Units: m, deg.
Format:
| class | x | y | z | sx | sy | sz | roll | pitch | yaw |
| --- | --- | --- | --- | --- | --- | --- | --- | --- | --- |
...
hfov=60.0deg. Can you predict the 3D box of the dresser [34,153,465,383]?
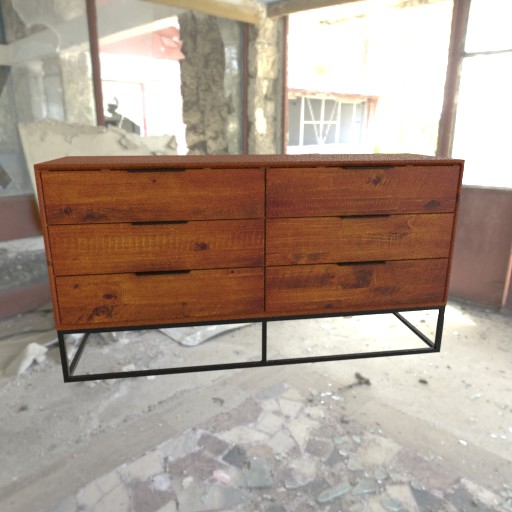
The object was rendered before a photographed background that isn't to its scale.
| class | x | y | z | sx | sy | sz | roll | pitch | yaw |
| --- | --- | --- | --- | --- | --- | --- | --- | --- | --- |
| dresser | 0.000 | 0.000 | 1.870 | 1.536 | 0.810 | 0.464 | -3 | 16 | -9 |
